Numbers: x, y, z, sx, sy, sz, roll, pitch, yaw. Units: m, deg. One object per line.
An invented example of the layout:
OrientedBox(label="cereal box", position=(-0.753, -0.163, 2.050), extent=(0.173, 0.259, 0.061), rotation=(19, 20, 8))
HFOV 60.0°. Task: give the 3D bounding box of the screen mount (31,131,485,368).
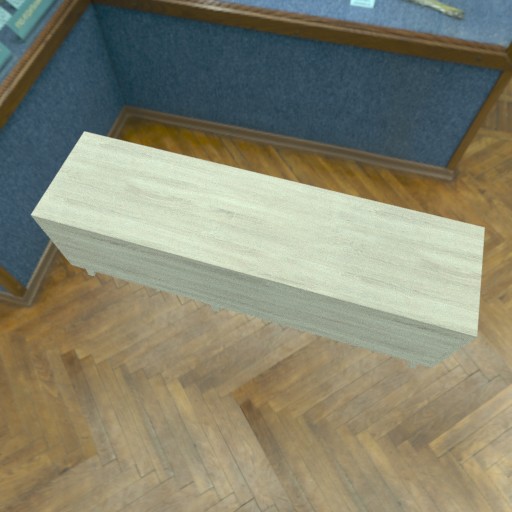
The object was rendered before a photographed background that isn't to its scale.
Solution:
OrientedBox(label="screen mount", position=(0.000, 0.000, 1.739), extent=(1.500, 0.510, 0.400), rotation=(15, 63, 8))
